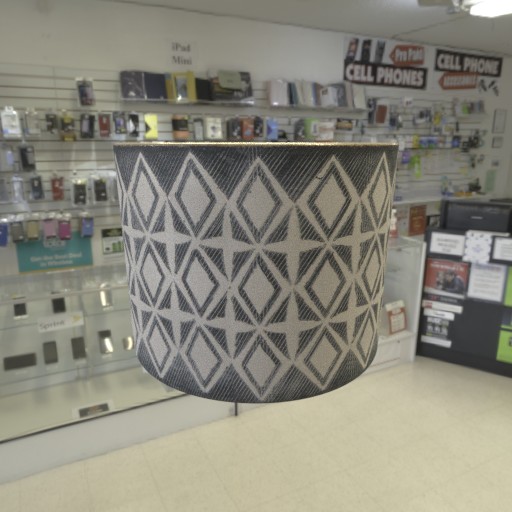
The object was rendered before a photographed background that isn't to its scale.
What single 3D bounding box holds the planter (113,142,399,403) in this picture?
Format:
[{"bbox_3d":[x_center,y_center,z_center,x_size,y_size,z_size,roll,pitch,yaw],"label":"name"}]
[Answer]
[{"bbox_3d":[0.000,0.000,0.333,0.192,0.165,0.192,0,14,0],"label":"planter"}]
